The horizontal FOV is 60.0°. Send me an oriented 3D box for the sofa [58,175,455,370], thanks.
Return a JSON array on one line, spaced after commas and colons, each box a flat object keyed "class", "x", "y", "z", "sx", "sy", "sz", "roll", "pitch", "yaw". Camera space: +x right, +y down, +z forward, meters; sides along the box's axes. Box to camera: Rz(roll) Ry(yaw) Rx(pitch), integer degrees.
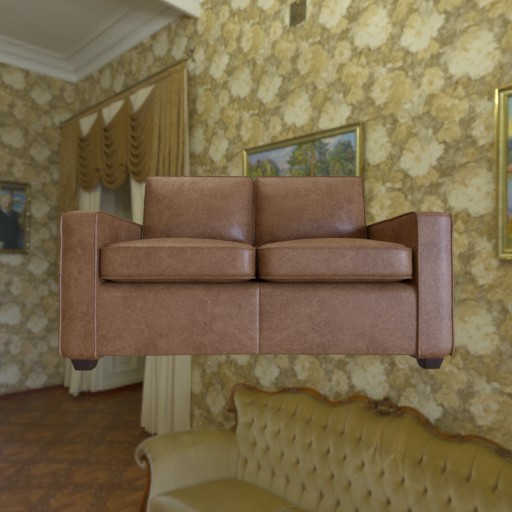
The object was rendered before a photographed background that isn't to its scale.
[{"class": "sofa", "x": 0.000, "y": 0.000, "z": 2.170, "sx": 1.532, "sy": 0.896, "sz": 1.020, "roll": 0, "pitch": -1, "yaw": -1}]
